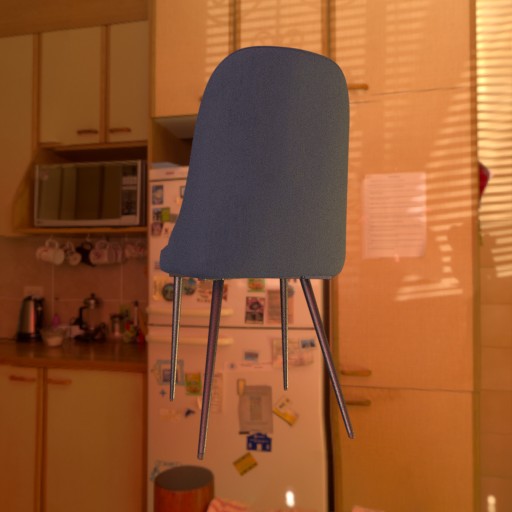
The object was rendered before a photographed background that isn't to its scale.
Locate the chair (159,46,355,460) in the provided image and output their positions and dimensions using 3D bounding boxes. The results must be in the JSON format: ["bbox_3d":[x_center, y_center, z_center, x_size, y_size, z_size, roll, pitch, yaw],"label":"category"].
[{"bbox_3d":[0.000,0.000,1.223,0.478,0.896,0.559,0,-1,-18],"label":"chair"}]
